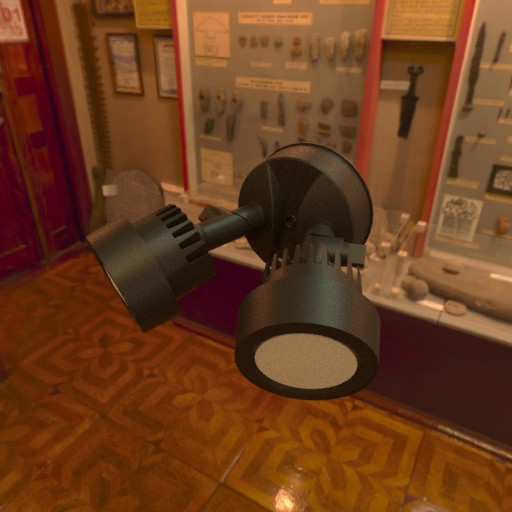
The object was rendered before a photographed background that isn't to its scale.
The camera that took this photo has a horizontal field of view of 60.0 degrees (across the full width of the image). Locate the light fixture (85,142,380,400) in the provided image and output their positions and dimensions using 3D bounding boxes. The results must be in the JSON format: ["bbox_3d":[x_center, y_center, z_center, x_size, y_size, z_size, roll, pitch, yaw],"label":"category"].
[{"bbox_3d":[0.000,0.000,0.309,0.213,0.120,0.168,17,34,27],"label":"light fixture"}]
